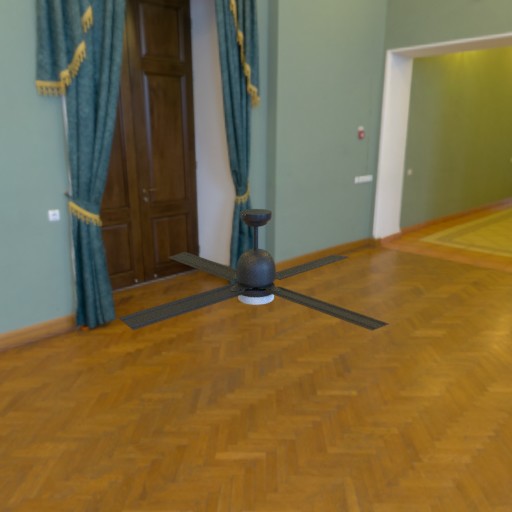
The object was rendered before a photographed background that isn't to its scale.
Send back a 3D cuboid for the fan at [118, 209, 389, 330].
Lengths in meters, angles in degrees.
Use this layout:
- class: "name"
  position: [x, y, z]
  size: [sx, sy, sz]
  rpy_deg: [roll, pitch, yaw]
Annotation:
- class: "fan"
  position: [0.000, 0.000, 2.025]
  size: [1.319, 0.410, 1.319]
  rpy_deg: [-15, 22, -43]
